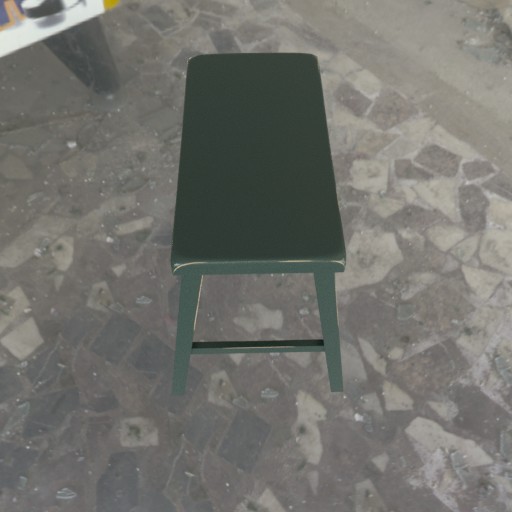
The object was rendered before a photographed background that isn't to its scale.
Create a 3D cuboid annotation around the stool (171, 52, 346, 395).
[{"bbox_3d":[0.000,0.000,1.026,0.476,0.737,0.457,-1,60,-1],"label":"stool"}]
